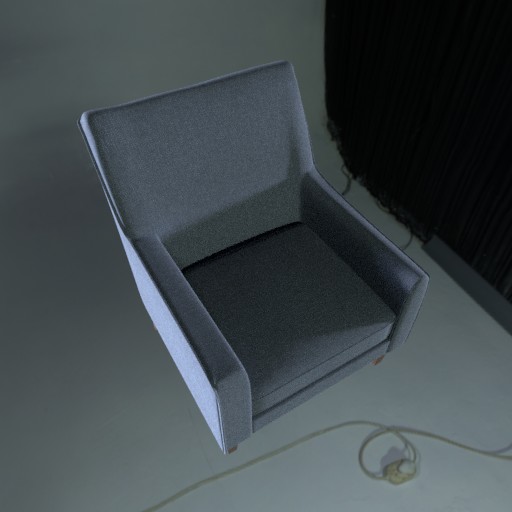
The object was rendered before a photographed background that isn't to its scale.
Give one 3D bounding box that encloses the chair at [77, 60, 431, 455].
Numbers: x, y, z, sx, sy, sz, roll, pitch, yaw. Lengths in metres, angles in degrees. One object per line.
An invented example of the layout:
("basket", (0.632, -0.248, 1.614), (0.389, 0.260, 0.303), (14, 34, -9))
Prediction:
("chair", (0.000, 0.000, 1.560), (0.780, 0.919, 0.899), (-24, 51, -21))
